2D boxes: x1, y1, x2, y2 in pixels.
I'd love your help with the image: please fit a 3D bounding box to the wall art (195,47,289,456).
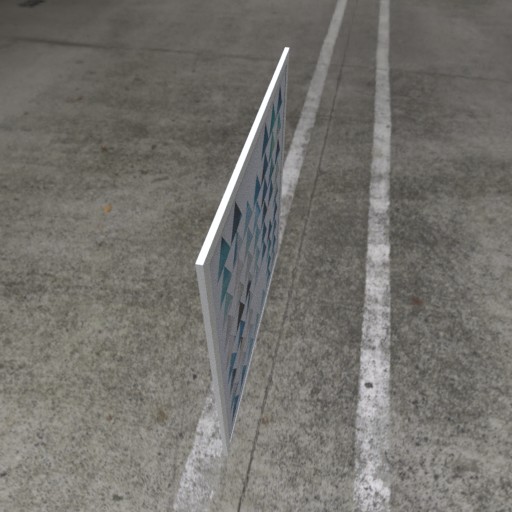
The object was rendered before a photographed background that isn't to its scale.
[{"bbox_3d":[0.000,0.000,0.691,0.007,0.456,0.456,9,48,8],"label":"wall art"}]
